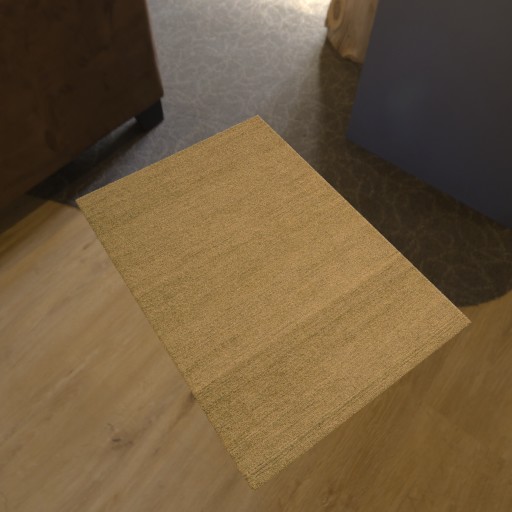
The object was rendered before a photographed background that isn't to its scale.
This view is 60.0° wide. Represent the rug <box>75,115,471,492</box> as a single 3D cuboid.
[{"bbox_3d":[0.000,0.000,5.094,2.782,0.025,3.935,-30,62,-18],"label":"rug"}]
